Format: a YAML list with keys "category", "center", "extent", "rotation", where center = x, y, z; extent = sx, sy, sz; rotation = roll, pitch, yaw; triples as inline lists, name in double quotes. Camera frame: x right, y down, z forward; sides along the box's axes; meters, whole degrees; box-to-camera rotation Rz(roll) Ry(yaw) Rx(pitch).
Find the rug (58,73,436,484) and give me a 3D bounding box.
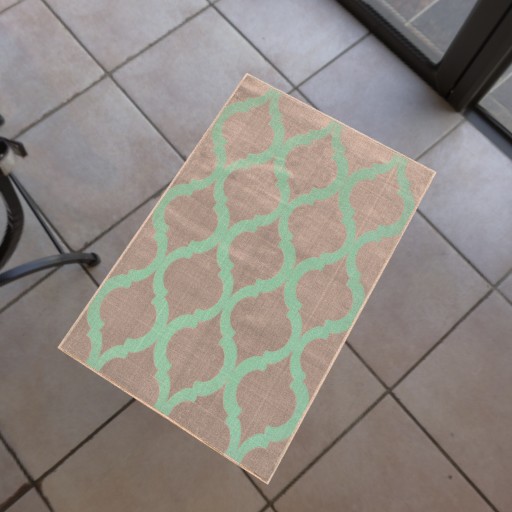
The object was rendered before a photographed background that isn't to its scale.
- category: "rug"
  center: [0.000, 0.000, 2.907]
  extent: [1.524, 0.006, 2.286]
  rotation: [30, 78, 7]
